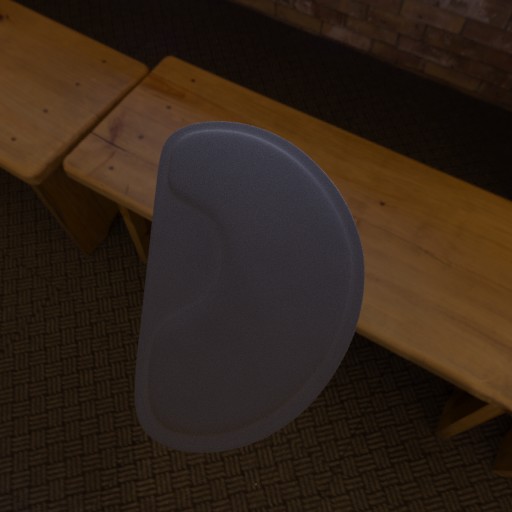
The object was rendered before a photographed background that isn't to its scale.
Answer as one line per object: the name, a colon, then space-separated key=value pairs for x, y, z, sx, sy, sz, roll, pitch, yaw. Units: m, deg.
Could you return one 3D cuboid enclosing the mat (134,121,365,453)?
mat: x=0.000 y=0.000 z=1.878 sx=0.913 sy=0.013 sz=1.524 roll=-1 pitch=63 yaw=0
